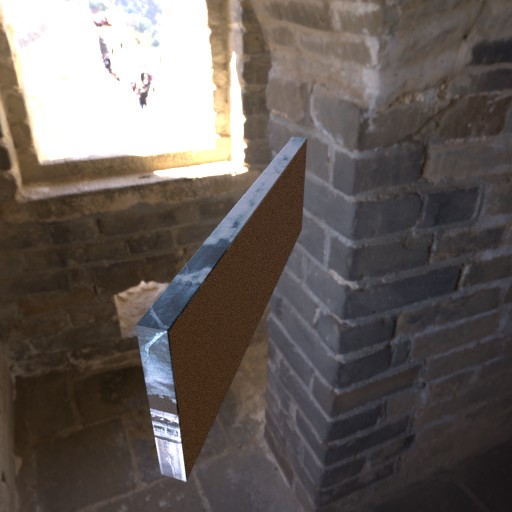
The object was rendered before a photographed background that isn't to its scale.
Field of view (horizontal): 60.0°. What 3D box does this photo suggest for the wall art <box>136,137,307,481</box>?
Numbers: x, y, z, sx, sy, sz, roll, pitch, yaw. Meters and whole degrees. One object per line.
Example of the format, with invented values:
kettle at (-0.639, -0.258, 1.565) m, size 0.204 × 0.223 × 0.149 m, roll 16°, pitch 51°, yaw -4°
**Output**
wall art at (0.000, 0.000, 0.833) m, size 0.037 × 0.251 × 0.759 m, roll 8°, pitch 31°, yaw 14°
